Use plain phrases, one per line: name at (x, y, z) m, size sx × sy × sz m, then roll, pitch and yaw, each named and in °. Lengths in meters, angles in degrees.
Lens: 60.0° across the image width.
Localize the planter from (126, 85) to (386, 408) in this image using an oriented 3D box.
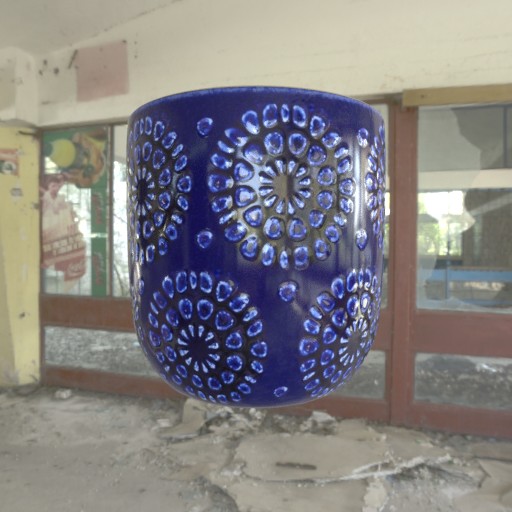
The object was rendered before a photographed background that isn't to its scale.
planter at (0.000, 0.000, 0.195) m, size 0.109 × 0.112 × 0.109 m, roll 0°, pitch 1°, yaw 0°
